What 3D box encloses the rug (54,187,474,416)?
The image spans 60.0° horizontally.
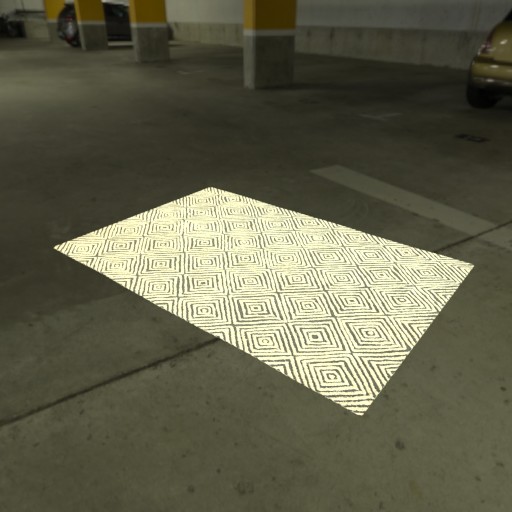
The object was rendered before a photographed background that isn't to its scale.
[{"bbox_3d":[0.000,0.000,2.208,1.750,0.004,1.177,21,35,33],"label":"rug"}]
